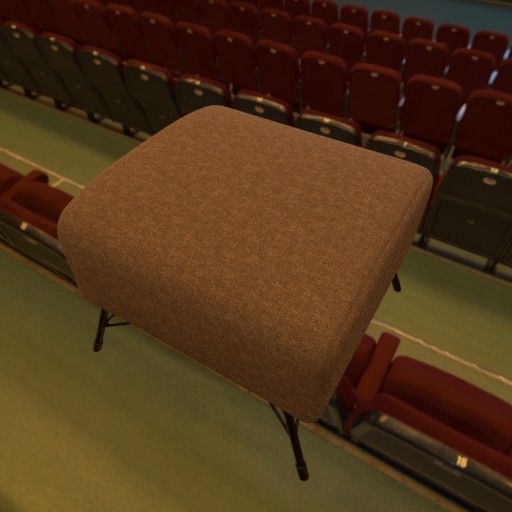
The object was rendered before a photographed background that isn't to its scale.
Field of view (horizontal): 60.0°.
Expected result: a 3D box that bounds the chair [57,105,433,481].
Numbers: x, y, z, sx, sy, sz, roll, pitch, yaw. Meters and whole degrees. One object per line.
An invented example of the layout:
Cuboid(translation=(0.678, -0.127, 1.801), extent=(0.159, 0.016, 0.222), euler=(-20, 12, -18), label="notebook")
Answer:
Cuboid(translation=(0.000, 0.000, 0.895), extent=(0.530, 0.410, 0.530), euler=(23, 50, 21), label="chair")
